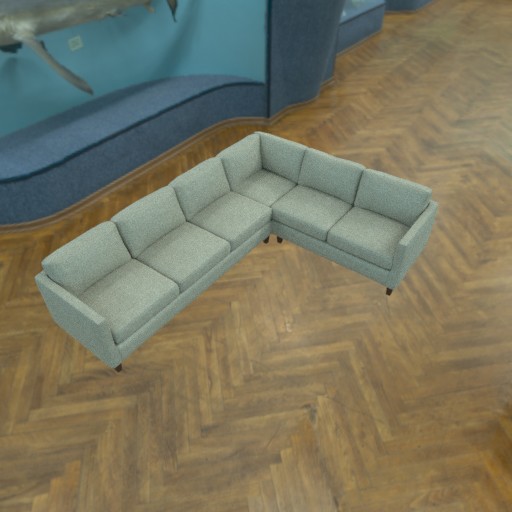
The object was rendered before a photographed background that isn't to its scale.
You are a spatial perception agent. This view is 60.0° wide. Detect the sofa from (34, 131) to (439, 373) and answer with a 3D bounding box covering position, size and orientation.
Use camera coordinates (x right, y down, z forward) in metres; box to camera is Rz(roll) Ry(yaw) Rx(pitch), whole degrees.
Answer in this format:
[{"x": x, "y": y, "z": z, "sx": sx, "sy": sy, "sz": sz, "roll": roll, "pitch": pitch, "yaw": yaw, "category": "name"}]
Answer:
[{"x": 0.000, "y": 0.000, "z": 4.498, "sx": 2.522, "sy": 0.934, "sz": 3.333, "roll": 27, "pitch": 48, "yaw": 27, "category": "sofa"}]
